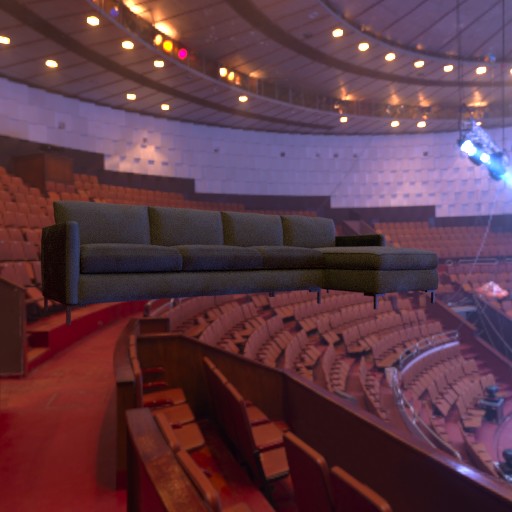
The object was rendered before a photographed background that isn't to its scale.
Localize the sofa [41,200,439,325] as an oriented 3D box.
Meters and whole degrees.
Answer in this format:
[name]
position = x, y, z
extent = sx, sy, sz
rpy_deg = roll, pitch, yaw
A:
[sofa]
position = 0.000, 0.000, 3.259
extent = 2.725, 0.756, 1.255
rpy_deg = 0, 0, -35
